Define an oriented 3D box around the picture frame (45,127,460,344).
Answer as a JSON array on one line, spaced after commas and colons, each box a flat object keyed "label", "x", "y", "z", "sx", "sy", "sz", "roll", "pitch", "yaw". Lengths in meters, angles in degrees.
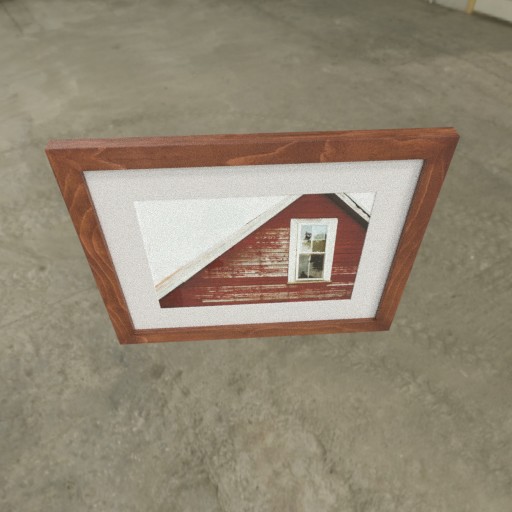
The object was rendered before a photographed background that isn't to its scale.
[{"label": "picture frame", "x": 0.000, "y": 0.000, "z": 0.766, "sx": 0.559, "sy": 0.457, "sz": 0.025, "roll": -3, "pitch": 45, "yaw": -2}]
